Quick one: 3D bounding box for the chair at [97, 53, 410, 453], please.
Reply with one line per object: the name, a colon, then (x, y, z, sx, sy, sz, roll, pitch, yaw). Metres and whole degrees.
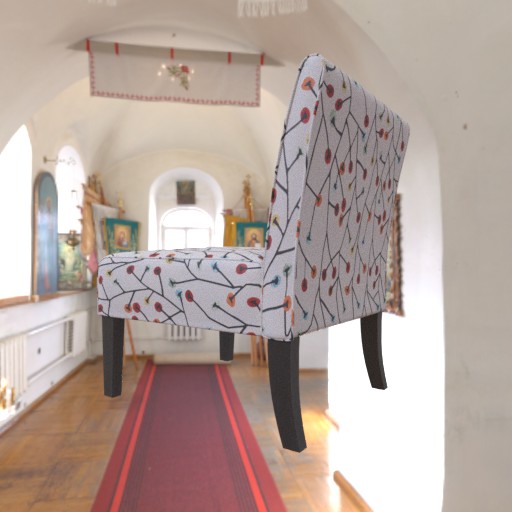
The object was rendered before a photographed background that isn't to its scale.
chair: (0.000, 0.000, 1.309, 0.732, 0.813, 0.597, 0, 1, 35)
